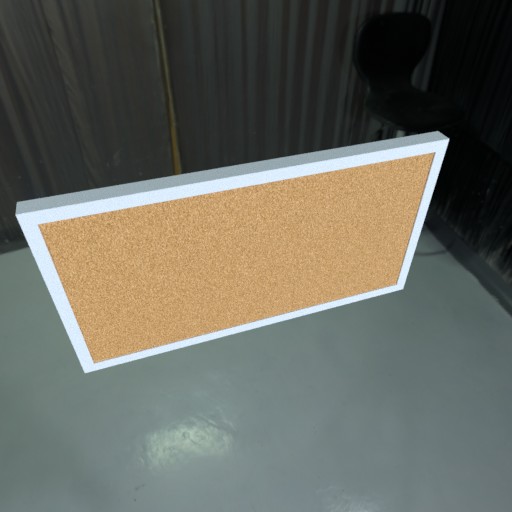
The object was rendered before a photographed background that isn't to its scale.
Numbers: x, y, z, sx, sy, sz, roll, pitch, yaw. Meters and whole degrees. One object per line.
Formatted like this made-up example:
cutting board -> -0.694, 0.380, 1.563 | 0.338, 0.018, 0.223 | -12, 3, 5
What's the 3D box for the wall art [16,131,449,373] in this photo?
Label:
wall art -> 0.000, 0.000, 0.951 | 0.812, 0.431, 0.038 | -13, 43, -14
